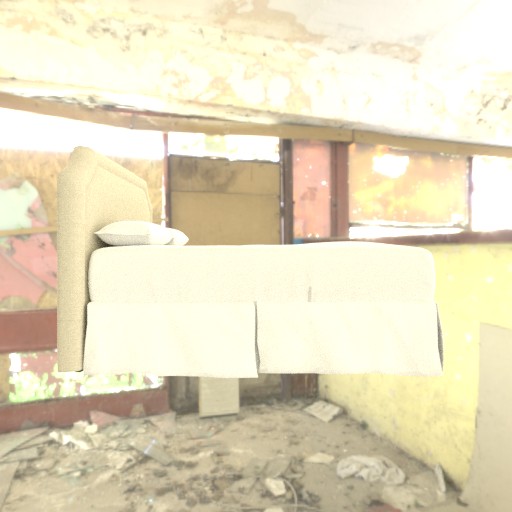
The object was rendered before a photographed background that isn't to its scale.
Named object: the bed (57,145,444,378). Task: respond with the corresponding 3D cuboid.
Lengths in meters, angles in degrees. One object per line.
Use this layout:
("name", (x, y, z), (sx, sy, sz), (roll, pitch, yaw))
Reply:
("bed", (0.000, 0.000, 3.171), (2.116, 1.290, 1.693), (0, 1, 0))
